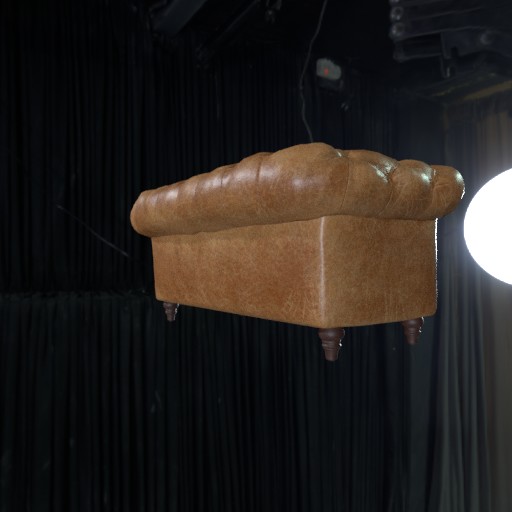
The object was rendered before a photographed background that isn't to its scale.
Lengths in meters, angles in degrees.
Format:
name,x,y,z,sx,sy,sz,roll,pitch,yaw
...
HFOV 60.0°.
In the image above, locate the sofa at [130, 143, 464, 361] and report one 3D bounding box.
name,x,y,z,sx,sy,sz,roll,pitch,yaw
sofa,0.000,0.000,2.550,1.042,0.877,1.979,1,-1,-36
